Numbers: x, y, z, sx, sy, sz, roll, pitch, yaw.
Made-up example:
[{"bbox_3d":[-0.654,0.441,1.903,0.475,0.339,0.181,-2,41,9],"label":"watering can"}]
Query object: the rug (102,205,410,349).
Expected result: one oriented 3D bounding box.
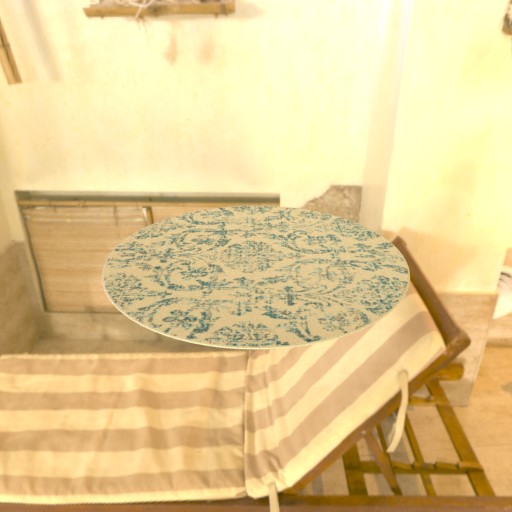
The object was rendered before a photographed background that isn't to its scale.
[{"bbox_3d":[0.000,0.000,2.400,1.593,0.012,1.593,0,26,0],"label":"rug"}]
